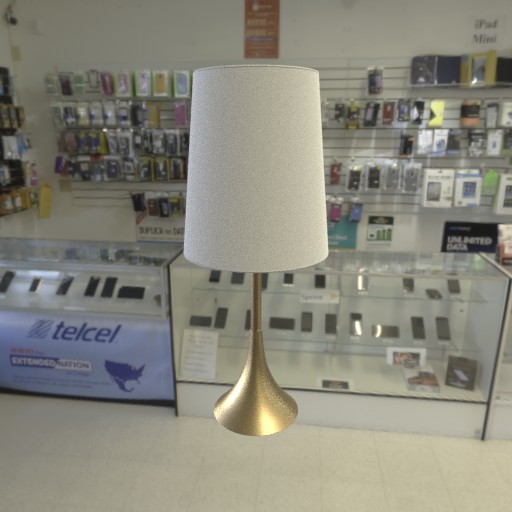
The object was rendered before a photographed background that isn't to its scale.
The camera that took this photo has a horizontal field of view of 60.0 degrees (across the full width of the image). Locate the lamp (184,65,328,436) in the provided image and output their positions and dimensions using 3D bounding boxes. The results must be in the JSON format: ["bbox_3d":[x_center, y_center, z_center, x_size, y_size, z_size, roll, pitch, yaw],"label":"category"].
[{"bbox_3d":[0.000,0.000,0.718,0.231,0.569,0.231,0,16,0],"label":"lamp"}]
